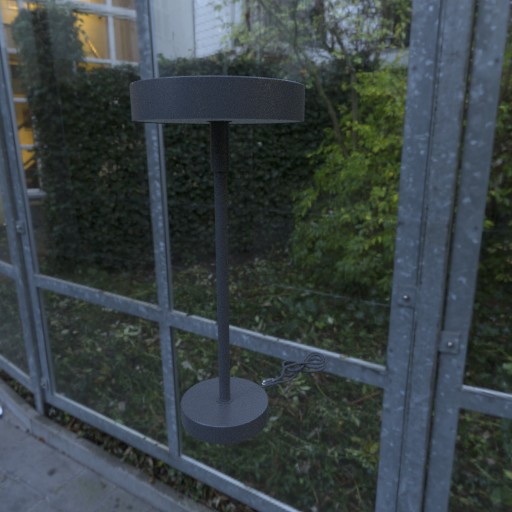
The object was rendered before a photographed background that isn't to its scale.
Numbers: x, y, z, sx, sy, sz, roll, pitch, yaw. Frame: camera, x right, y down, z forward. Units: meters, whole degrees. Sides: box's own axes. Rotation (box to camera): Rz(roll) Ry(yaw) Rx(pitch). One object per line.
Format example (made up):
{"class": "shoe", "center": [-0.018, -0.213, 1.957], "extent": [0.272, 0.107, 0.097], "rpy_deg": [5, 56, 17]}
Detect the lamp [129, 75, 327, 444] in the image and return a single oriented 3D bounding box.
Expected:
{"class": "lamp", "center": [0.000, 0.000, 0.700], "extent": [0.229, 0.508, 0.369], "rpy_deg": [14, 21, 43]}
